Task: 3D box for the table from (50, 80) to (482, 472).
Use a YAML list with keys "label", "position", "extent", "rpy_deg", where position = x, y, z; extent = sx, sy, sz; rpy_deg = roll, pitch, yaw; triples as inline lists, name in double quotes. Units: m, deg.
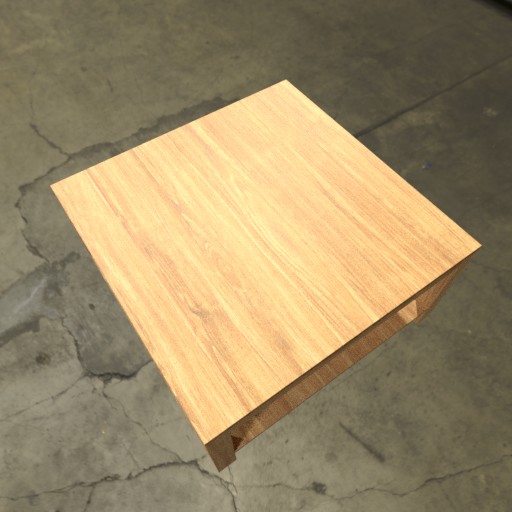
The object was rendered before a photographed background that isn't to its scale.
- label: "table"
  position: [0.000, 0.000, 1.477]
  extent: [0.900, 0.450, 0.900]
  rpy_deg: [-30, 62, -18]
